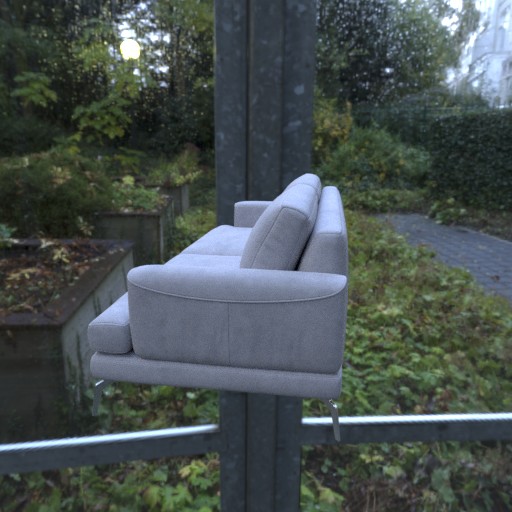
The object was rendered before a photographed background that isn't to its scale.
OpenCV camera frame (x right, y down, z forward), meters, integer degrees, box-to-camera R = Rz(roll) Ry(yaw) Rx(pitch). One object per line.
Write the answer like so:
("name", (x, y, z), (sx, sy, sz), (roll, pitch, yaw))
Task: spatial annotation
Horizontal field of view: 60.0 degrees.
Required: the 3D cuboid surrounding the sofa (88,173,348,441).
("sofa", (0.000, 0.000, 2.504), (0.980, 0.830, 2.013), (2, 15, 9))
